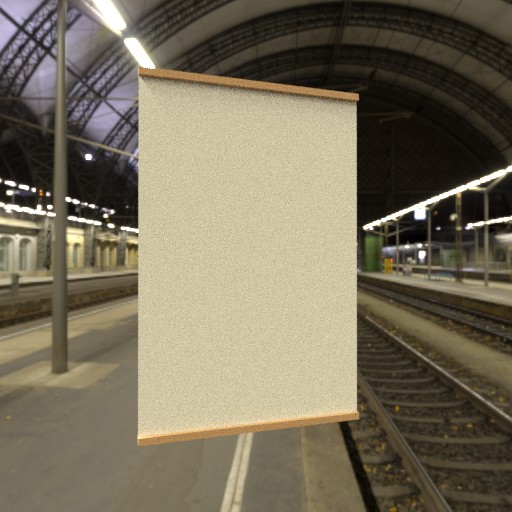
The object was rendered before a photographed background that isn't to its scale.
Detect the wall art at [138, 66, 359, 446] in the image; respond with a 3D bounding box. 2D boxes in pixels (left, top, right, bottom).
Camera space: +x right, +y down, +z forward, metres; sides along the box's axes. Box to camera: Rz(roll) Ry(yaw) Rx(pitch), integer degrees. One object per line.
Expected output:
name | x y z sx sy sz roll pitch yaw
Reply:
wall art | 0.000 0.000 1.303 0.669 1.020 0.027 0 0 -18
